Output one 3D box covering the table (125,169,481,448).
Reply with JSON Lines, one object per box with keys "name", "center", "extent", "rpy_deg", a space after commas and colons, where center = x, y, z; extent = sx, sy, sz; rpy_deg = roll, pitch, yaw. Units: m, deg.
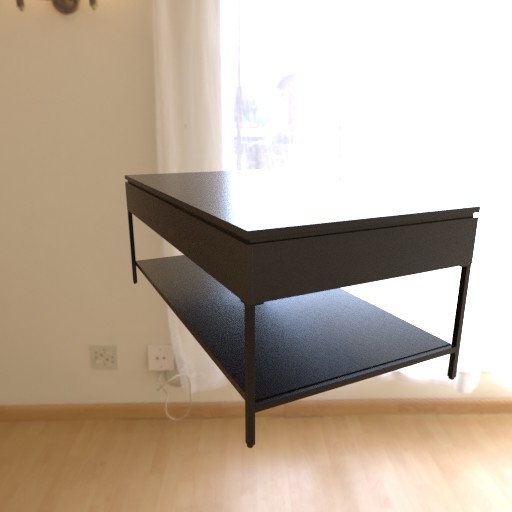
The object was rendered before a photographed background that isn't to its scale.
{"name": "table", "center": [0.000, 0.000, 1.395], "extent": [0.574, 0.435, 1.095], "rpy_deg": [-8, 17, -25]}
